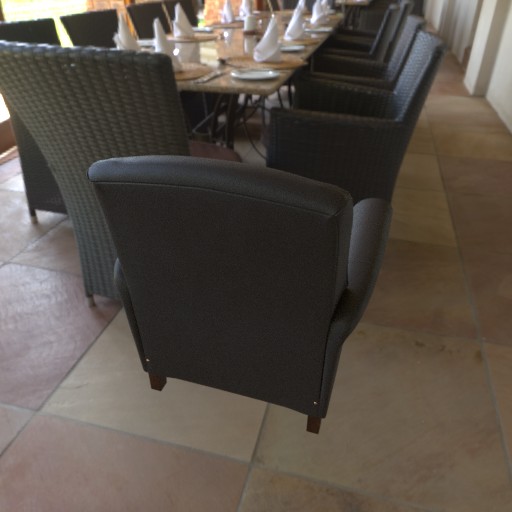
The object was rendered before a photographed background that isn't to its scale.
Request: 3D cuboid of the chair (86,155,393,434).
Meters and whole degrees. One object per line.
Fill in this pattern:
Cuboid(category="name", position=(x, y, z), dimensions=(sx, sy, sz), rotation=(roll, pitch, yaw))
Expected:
Cuboid(category="chair", position=(0.000, 0.000, 1.751), dimensions=(0.978, 1.061, 0.902), rotation=(10, 34, 15))
